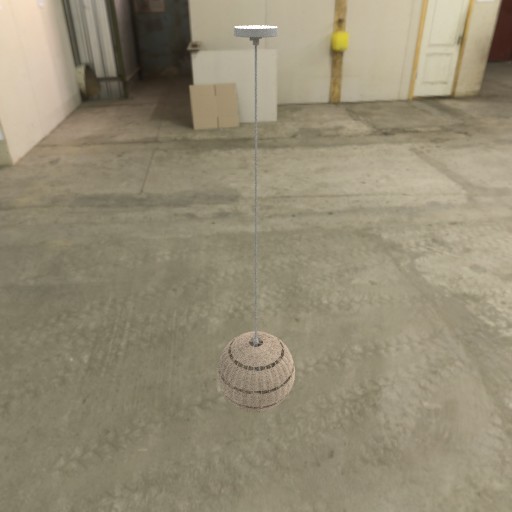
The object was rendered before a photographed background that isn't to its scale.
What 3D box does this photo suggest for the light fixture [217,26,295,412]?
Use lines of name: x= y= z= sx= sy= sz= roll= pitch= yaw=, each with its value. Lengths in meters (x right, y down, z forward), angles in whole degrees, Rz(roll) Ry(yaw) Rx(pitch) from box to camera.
light fixture: x=0.000 y=0.000 z=2.197 sx=0.457 sy=2.019 sz=0.457 roll=12 pitch=33 yaw=19
